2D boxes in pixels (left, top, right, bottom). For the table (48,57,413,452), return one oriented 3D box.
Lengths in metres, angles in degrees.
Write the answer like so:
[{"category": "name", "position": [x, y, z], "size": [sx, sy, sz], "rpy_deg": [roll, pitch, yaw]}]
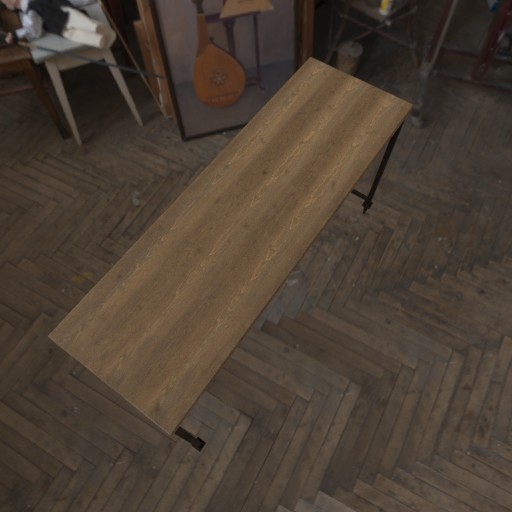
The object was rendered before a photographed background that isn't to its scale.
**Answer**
[{"category": "table", "position": [0.000, 0.000, 2.153], "size": [0.551, 0.902, 1.700], "rpy_deg": [32, 67, 15]}]
